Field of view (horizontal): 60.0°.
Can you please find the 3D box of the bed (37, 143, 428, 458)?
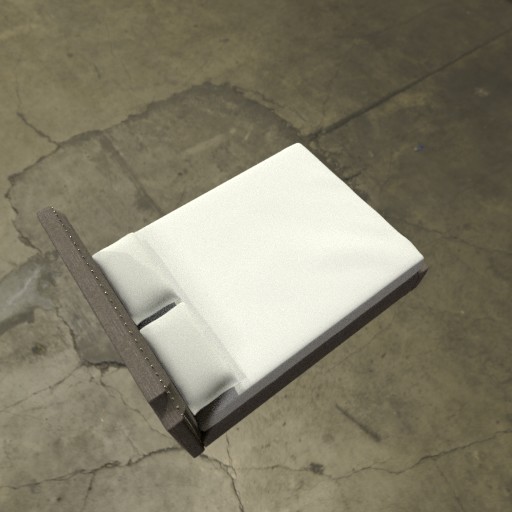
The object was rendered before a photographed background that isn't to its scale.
[{"bbox_3d":[0.000,0.000,3.467,2.381,1.457,1.713,-32,64,-18],"label":"bed"}]
